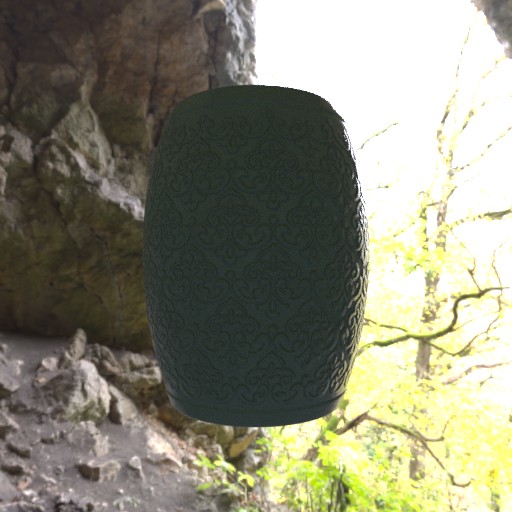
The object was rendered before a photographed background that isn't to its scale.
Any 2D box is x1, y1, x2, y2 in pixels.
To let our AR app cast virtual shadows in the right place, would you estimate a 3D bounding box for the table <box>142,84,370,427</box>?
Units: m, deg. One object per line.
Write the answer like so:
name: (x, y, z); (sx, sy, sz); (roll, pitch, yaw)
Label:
table: (0.000, 0.000, 0.622); (0.309, 0.397, 0.309); (0, -1, 0)
